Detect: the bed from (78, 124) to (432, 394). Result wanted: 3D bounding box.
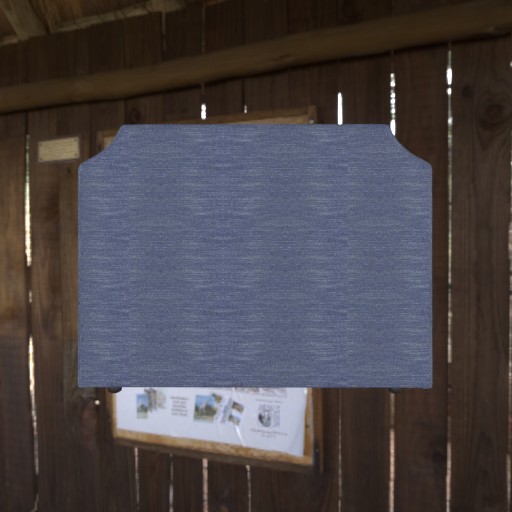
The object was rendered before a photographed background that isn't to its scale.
[{"bbox_3d":[0.000,0.000,3.138,1.693,1.290,2.116,0,1,0],"label":"bed"}]
